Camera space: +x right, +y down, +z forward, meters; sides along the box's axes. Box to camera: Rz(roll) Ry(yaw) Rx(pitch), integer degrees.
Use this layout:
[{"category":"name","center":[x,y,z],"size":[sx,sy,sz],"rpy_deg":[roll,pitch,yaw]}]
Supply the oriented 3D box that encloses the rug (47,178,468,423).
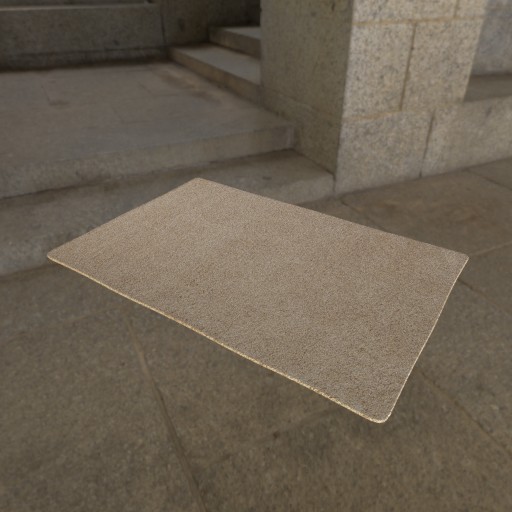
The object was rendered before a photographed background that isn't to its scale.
[{"category":"rug","center":[0.000,0.000,3.379],"size":[2.700,0.024,1.801],"rpy_deg":[20,38,28]}]
